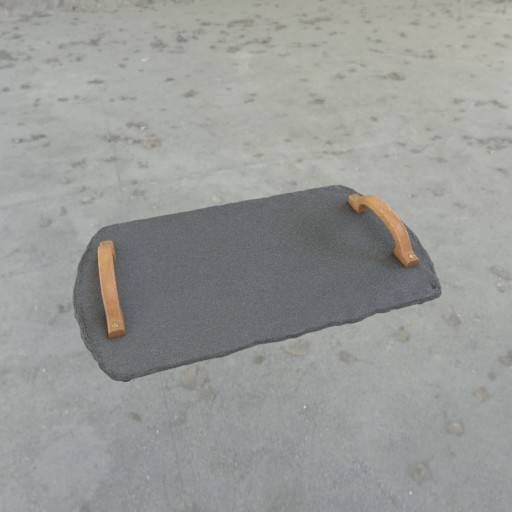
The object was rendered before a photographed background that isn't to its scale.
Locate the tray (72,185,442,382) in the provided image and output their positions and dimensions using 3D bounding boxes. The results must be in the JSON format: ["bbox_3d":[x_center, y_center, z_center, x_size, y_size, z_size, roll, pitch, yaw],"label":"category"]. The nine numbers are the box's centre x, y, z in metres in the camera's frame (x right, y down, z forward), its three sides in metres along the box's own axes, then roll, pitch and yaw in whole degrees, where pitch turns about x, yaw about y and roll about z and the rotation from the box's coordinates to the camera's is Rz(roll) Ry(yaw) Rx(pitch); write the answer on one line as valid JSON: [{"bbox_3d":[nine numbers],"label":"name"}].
[{"bbox_3d":[0.000,0.000,0.486,0.387,0.062,0.231,-12,41,-14],"label":"tray"}]
